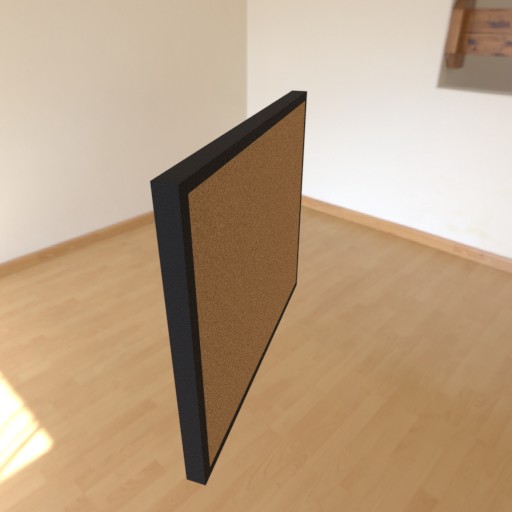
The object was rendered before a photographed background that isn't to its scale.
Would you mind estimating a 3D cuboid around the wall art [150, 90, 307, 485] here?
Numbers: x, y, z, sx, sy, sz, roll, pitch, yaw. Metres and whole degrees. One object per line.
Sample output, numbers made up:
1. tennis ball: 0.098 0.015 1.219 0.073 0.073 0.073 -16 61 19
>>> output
1. wall art: 0.000 0.000 0.758 0.030 0.454 0.554 9 31 16
